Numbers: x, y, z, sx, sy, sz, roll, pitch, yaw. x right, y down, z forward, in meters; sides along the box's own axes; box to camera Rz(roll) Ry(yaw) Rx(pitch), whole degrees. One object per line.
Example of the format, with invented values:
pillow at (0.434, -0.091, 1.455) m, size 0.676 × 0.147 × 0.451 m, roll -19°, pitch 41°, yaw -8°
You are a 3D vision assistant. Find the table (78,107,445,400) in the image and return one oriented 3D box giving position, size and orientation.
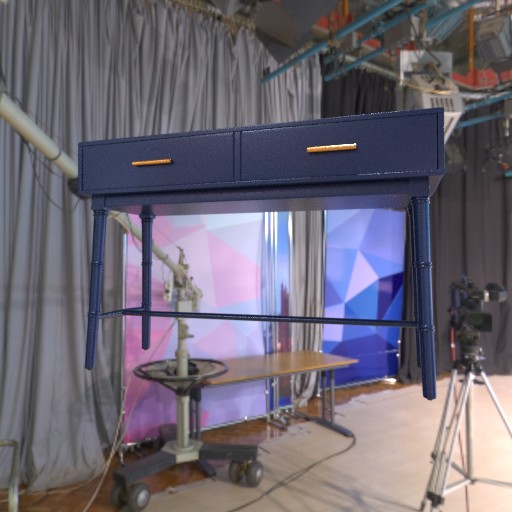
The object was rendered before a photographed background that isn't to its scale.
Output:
table at (0.000, 0.000, 1.460) m, size 1.118 × 0.749 × 0.399 m, roll 0°, pitch -1°, yaw 18°
